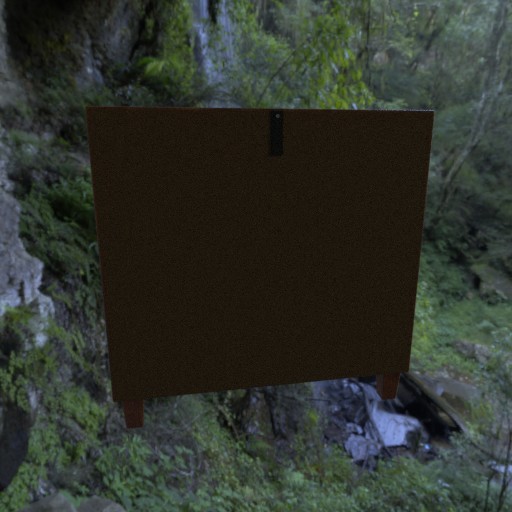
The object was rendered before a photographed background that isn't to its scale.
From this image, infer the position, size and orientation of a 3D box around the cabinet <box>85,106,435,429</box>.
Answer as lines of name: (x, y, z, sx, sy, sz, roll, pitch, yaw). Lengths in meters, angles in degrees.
cabinet: (0.000, 0.000, 1.278, 0.796, 0.785, 0.412, -3, 15, -10)
